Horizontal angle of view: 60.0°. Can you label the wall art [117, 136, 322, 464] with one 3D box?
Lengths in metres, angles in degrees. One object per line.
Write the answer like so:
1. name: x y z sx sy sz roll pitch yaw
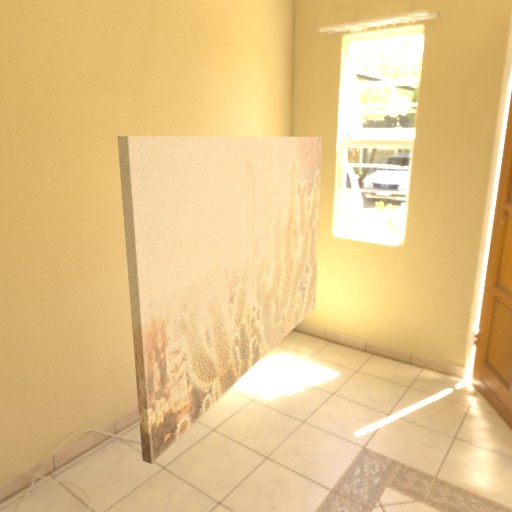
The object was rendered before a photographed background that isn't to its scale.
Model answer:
1. wall art: 0.000 0.000 1.945 0.038 1.012 1.525 8 17 26
